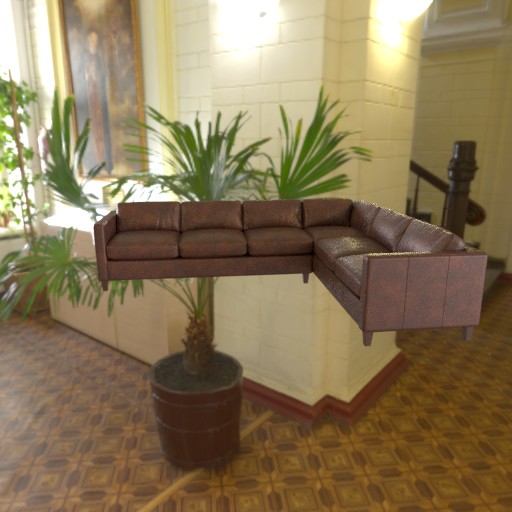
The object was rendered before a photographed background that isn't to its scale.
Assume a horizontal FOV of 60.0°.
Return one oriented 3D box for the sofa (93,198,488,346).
[{"bbox_3d":[0.000,0.000,4.296,3.152,0.836,2.438,-2,15,-7],"label":"sofa"}]
